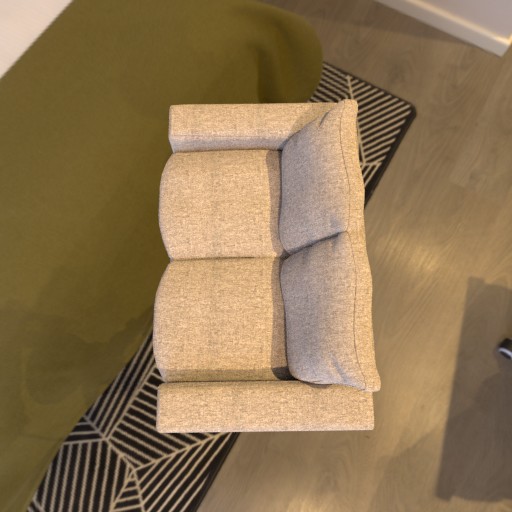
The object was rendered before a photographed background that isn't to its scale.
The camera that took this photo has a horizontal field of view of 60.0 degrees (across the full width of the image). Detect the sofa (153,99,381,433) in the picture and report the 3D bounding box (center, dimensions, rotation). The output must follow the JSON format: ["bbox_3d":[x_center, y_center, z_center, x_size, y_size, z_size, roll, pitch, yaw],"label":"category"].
[{"bbox_3d":[0.000,0.000,2.400,1.094,0.877,1.758,-1,75,0],"label":"sofa"}]
